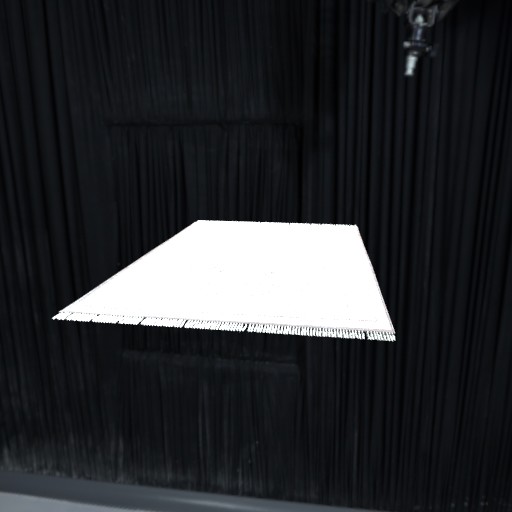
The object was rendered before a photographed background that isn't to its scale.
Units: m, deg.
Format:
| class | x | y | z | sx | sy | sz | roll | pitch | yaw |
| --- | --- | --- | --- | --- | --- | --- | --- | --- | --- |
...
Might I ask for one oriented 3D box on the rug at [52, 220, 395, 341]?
| class | x | y | z | sx | sy | sz | roll | pitch | yaw |
| --- | --- | --- | --- | --- | --- | --- | --- | --- | --- |
| rug | 0.000 | 0.000 | 3.056 | 1.528 | 0.010 | 2.440 | 2 | 15 | 8 |
